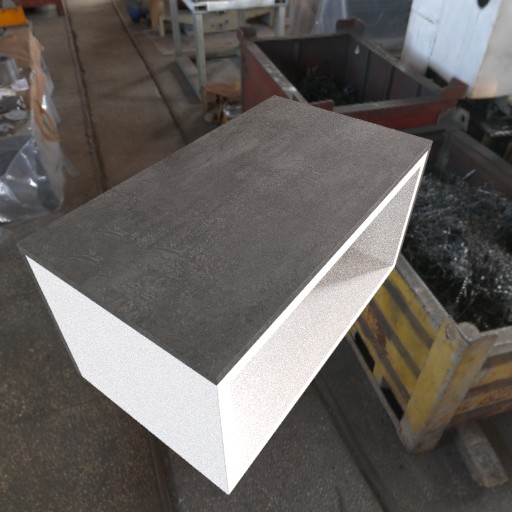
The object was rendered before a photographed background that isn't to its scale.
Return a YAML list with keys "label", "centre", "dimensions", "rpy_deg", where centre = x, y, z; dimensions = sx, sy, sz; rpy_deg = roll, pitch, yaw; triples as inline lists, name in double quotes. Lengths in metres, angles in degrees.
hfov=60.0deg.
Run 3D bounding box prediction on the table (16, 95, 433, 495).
- label: "table"
  centre: [0.000, 0.000, 0.918]
  dimensions: [0.400, 0.350, 0.700]
  rpy_deg: [26, 48, 26]
